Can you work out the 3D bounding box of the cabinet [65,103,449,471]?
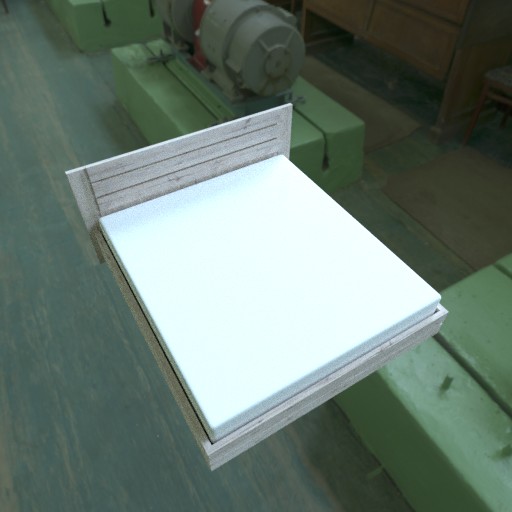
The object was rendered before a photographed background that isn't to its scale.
[{"bbox_3d":[0.000,0.000,3.257,1.950,0.970,2.080,-24,51,-21],"label":"cabinet"}]
